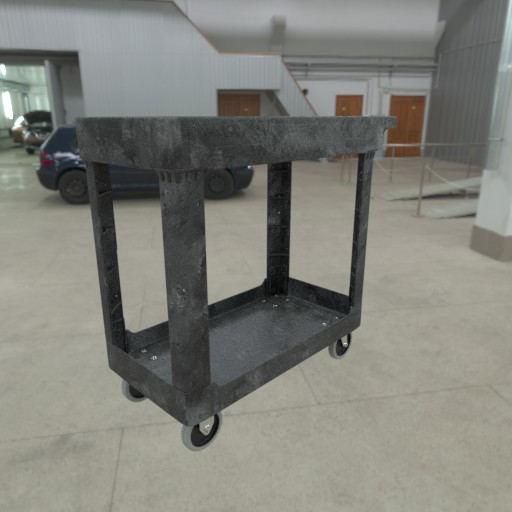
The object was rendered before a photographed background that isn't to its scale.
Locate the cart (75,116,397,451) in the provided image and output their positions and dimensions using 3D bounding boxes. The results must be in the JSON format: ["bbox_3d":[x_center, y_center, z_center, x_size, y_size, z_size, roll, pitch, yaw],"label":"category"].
[{"bbox_3d":[0.000,0.000,1.372,0.420,0.824,0.877,17,24,42],"label":"cart"}]
